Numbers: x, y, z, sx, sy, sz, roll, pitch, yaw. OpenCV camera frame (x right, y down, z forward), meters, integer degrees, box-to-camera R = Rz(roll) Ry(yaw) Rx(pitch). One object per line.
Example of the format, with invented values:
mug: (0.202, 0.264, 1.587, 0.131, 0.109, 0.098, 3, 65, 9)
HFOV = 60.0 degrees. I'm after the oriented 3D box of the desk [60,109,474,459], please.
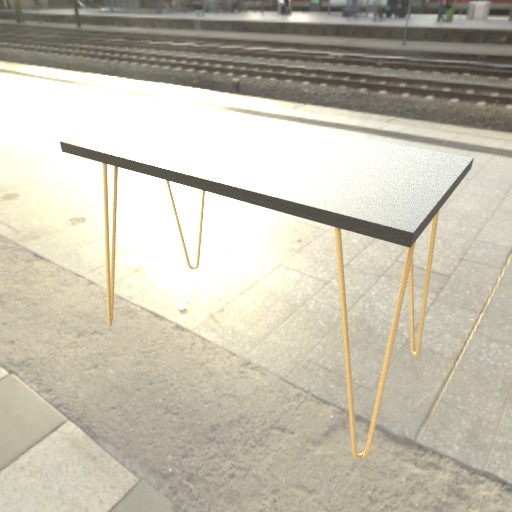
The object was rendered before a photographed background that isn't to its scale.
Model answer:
desk: (0.000, 0.000, 1.347, 0.991, 0.660, 0.499, 19, 35, 29)
